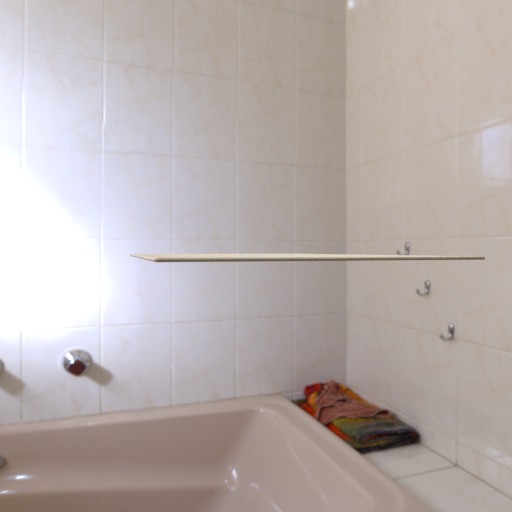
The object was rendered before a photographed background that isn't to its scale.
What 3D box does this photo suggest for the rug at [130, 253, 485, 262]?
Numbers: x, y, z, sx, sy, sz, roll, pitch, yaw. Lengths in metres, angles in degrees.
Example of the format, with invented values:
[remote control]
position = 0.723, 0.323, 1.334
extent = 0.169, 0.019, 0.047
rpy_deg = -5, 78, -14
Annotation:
[rug]
position = 0.000, 0.000, 2.370
extent = 1.238, 0.014, 1.848
rpy_deg = 0, 1, -18
